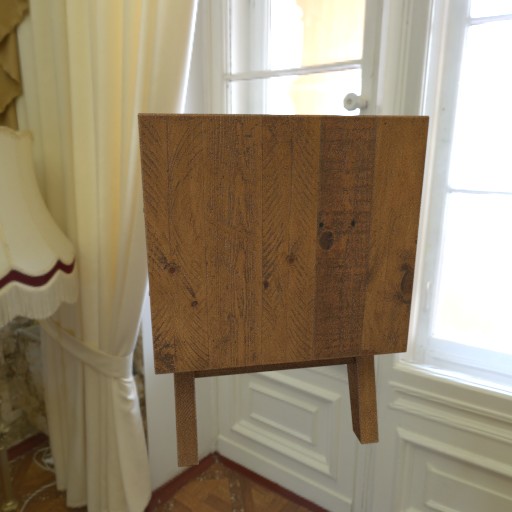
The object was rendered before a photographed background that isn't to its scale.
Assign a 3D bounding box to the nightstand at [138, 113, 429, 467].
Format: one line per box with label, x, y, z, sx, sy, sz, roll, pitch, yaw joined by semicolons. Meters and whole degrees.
nightstand;0.000;0.000;1.032;0.450;0.599;0.650;-3;15;-10
